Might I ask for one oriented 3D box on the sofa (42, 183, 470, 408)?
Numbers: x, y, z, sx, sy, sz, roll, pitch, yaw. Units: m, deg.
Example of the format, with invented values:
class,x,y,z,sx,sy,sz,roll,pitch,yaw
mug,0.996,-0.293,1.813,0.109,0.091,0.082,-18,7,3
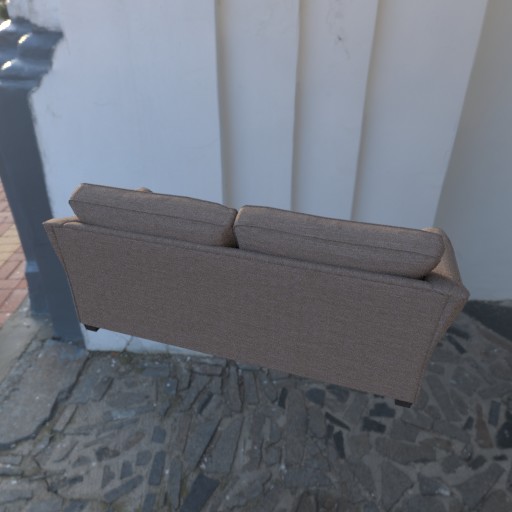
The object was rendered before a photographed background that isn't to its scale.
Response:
class,x,y,z,sx,sy,sz,roll,pitch,yaw
sofa,0.000,0.000,2.730,2.270,0.965,0.980,10,33,15
